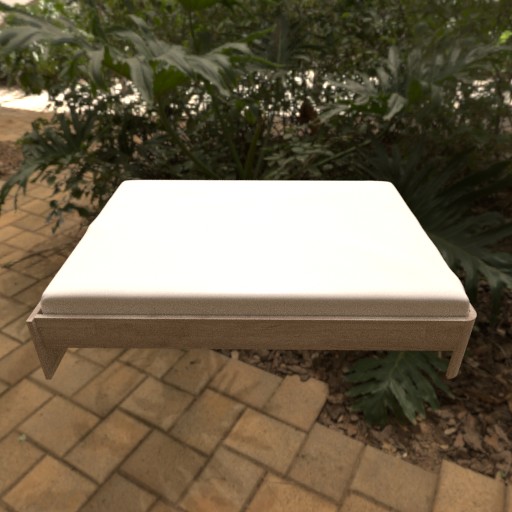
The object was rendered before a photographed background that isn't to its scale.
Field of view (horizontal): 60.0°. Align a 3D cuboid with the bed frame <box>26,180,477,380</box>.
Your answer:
[{"bbox_3d":[0.000,0.000,2.583,1.950,0.462,1.490,0,31,1],"label":"bed frame"}]
